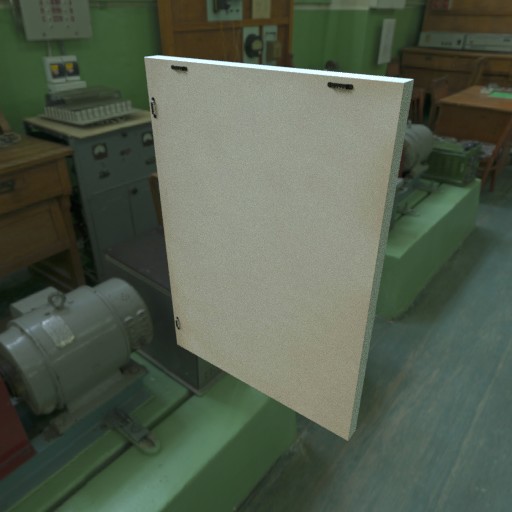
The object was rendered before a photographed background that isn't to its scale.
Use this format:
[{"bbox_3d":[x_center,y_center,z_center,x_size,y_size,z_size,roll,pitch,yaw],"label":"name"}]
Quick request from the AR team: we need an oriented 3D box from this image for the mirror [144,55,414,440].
[{"bbox_3d":[0.000,0.000,0.897,0.507,0.710,0.040,20,36,31],"label":"mirror"}]
